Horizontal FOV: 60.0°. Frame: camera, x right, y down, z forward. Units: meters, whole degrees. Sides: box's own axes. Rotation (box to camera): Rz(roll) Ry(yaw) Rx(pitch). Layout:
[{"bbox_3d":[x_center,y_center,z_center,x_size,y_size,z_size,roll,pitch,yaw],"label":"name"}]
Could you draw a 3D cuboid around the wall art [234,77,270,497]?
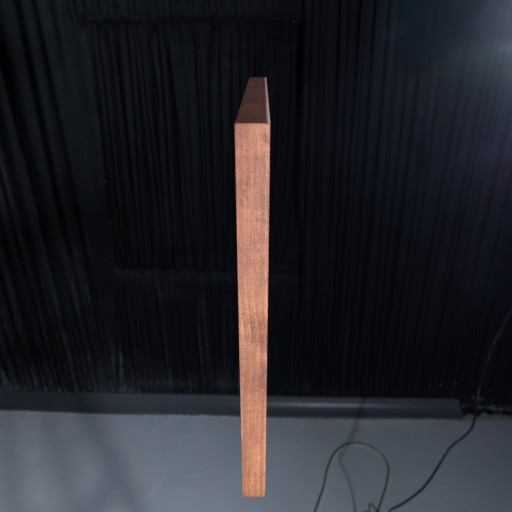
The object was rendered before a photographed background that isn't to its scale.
[{"bbox_3d":[0.000,0.000,0.820,0.037,0.572,0.554,0,26,1],"label":"wall art"}]
